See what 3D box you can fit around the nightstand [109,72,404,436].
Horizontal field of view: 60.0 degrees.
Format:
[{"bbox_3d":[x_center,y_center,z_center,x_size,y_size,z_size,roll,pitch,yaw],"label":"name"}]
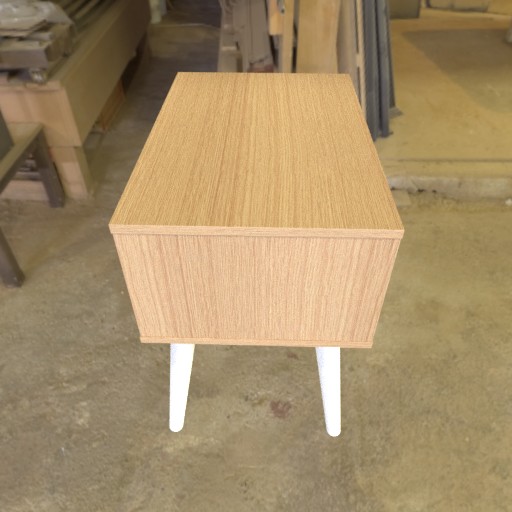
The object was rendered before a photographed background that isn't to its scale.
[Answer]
[{"bbox_3d":[0.000,0.000,1.000,0.407,0.610,0.571,1,42,1],"label":"nightstand"}]
